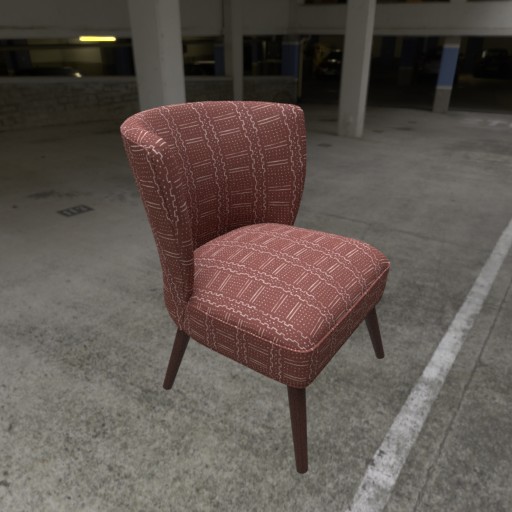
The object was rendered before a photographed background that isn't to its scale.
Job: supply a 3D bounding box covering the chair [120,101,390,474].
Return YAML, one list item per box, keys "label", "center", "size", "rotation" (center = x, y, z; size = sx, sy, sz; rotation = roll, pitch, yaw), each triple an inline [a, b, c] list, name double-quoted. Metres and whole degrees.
- label: "chair"
  center: [0.000, 0.000, 1.423]
  size: [0.758, 0.866, 0.706]
  rotation: [18, 32, 31]
